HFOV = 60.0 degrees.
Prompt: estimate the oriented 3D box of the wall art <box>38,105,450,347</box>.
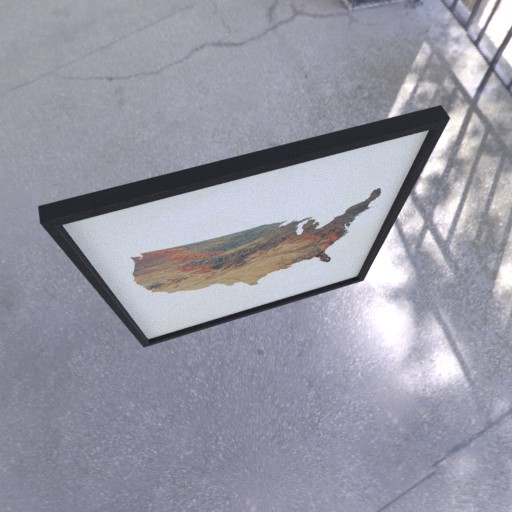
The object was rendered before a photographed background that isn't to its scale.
[{"bbox_3d":[0.000,0.000,0.451,0.304,0.303,0.015,-16,64,-8],"label":"wall art"}]
